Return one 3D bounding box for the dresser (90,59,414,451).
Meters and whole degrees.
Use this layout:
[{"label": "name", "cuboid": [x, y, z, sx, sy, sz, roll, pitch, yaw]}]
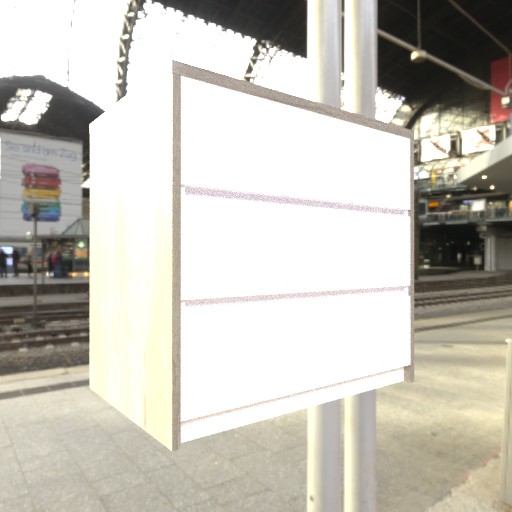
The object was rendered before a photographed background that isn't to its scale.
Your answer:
[{"label": "dresser", "cuboid": [0.000, 0.000, 1.315, 0.809, 0.762, 0.529, 0, 0, -37]}]
